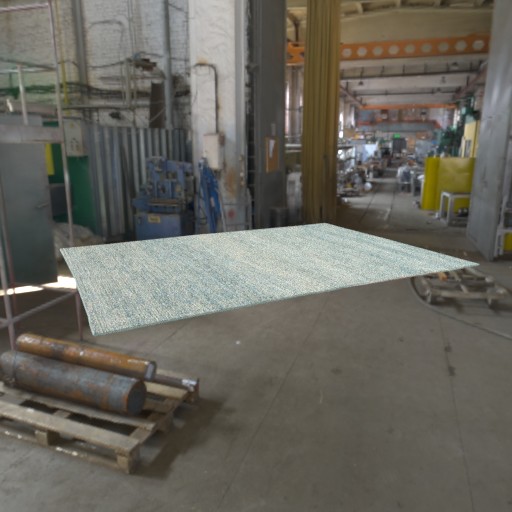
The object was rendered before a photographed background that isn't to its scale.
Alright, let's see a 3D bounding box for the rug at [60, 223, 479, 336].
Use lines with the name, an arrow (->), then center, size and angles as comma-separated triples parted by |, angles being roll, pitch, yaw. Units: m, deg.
rug -> 0.000, 0.000, 2.900 | 2.260, 0.026, 1.611 | -7, 16, -26
